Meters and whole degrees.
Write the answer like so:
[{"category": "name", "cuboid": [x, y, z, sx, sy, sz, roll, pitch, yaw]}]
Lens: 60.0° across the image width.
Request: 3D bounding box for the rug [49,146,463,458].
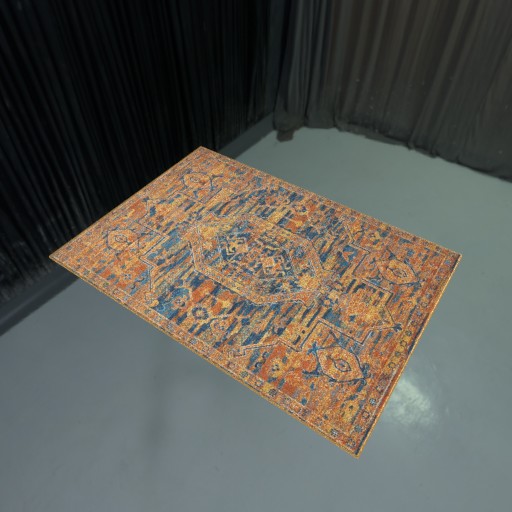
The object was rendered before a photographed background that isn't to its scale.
[{"category": "rug", "cuboid": [0.000, 0.000, 3.807, 2.916, 0.019, 2.043, 27, 53, 23]}]
